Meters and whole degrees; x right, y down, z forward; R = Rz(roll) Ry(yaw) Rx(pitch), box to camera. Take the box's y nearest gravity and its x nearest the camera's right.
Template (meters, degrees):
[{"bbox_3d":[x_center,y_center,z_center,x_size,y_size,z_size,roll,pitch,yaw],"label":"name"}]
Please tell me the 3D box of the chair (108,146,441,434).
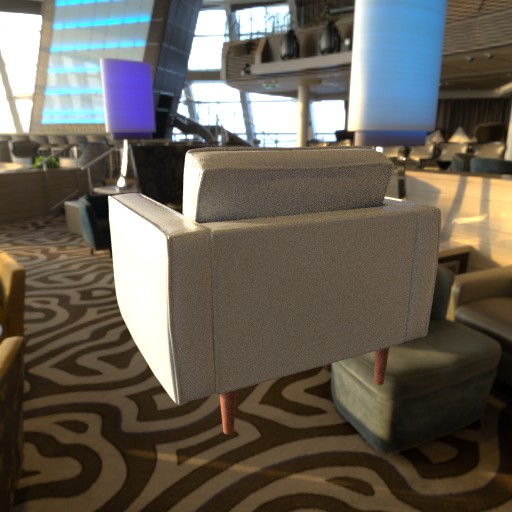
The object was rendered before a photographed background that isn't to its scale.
[{"bbox_3d":[0.000,0.000,1.587,0.928,0.773,0.843,-8,17,-26],"label":"chair"}]
